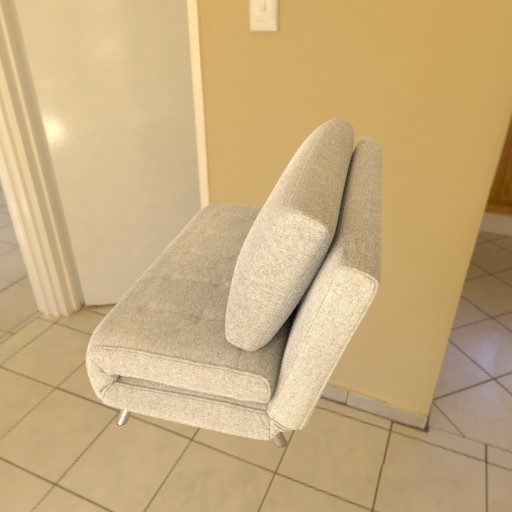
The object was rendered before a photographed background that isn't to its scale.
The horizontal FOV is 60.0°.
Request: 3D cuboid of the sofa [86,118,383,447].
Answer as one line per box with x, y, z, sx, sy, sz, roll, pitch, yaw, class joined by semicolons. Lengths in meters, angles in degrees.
0.000;0.000;1.802;0.910;0.910;1.220;7;30;12;sofa
